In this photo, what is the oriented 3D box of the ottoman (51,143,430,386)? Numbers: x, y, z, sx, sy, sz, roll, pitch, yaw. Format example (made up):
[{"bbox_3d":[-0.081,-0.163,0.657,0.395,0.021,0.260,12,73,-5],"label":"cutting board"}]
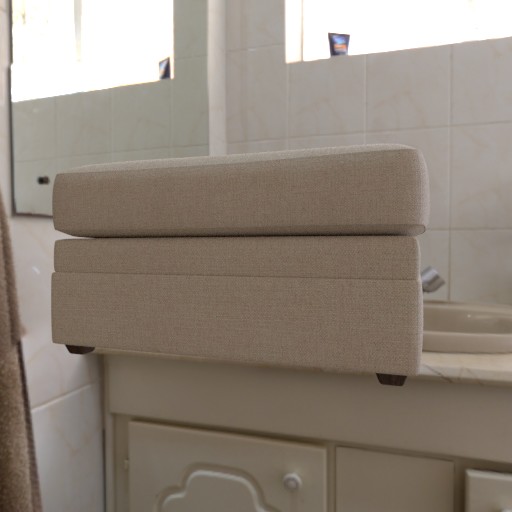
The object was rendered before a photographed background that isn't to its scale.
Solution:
[{"bbox_3d":[0.000,0.000,1.218,0.885,0.478,0.637,0,1,20],"label":"ottoman"}]
